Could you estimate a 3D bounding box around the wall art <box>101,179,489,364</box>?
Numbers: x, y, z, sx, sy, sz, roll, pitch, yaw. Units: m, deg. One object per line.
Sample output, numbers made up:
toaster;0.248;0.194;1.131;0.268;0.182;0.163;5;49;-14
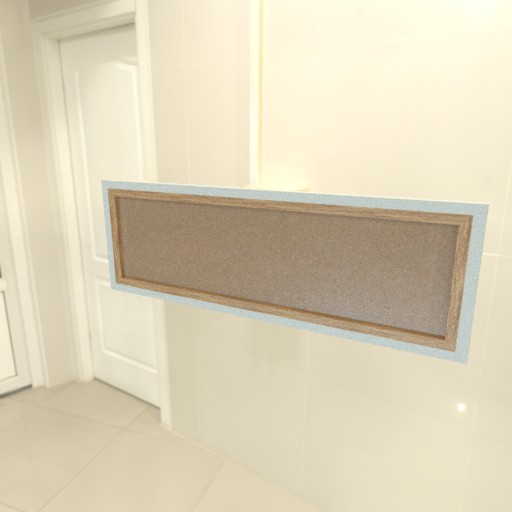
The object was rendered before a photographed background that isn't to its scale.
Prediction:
wall art;0.000;0.000;1.687;1.520;0.507;0.039;8;17;27
